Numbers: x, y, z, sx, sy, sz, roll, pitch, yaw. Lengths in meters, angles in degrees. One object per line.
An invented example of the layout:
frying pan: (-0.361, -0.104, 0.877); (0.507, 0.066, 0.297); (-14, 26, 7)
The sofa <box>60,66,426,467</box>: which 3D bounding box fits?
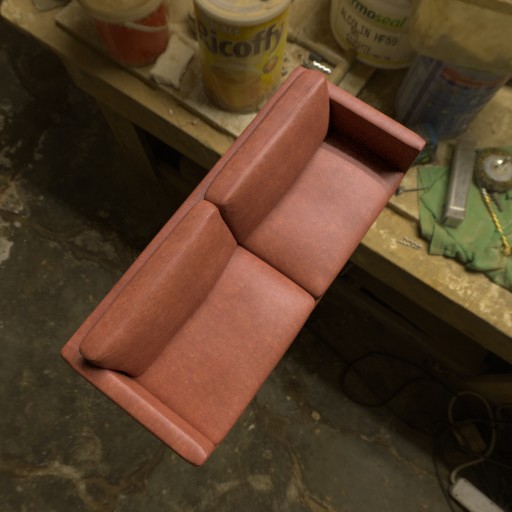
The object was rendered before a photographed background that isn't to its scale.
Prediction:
sofa: (0.000, 0.000, 2.709); (0.950, 0.932, 2.204); (35, 77, 9)
